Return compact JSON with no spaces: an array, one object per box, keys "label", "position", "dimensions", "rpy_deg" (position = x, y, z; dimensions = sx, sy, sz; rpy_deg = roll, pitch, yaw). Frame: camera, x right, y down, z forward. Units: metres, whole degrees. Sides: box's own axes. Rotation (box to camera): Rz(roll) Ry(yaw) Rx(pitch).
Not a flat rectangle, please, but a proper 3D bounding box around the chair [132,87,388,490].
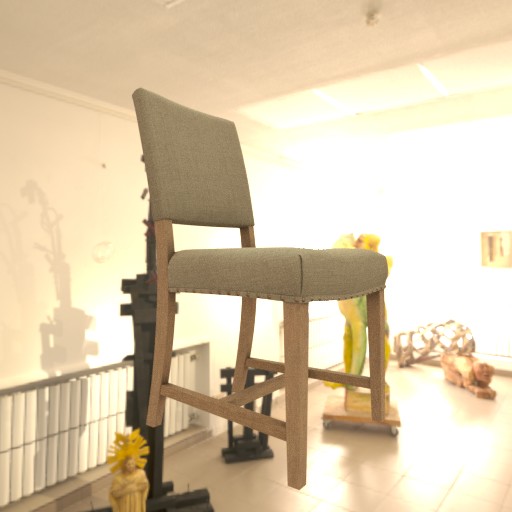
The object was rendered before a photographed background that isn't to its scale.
[{"label":"chair","position":[0.000,0.000,1.311],"dimensions":[0.622,0.986,0.508],"rpy_deg":[0,0,37]}]
